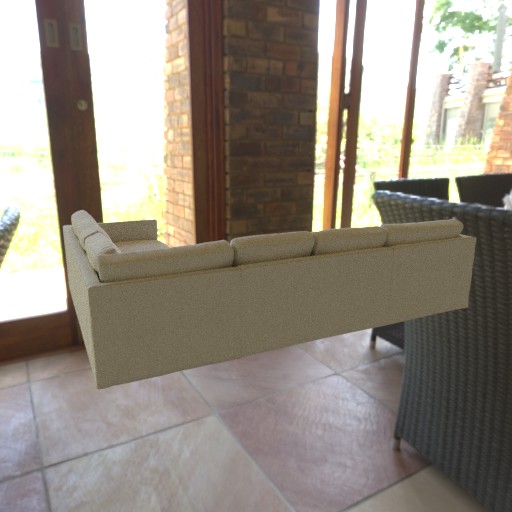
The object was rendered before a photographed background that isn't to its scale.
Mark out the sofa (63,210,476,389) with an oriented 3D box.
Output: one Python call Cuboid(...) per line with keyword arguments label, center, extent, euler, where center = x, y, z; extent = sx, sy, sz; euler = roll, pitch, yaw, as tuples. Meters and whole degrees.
Cuboid(label="sofa", center=(0.000, 0.000, 4.510), extent=(3.464, 0.882, 2.448), euler=(-7, 16, -26))
